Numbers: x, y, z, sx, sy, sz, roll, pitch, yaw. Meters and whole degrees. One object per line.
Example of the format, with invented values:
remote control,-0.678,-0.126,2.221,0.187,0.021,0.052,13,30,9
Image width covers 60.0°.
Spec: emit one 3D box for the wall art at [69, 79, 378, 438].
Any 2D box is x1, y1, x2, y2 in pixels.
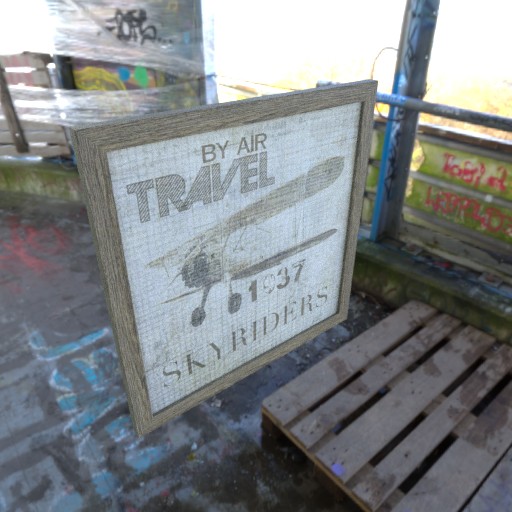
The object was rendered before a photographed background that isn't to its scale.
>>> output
wall art,0.000,0.000,0.745,0.508,0.508,0.019,-22,37,-32
